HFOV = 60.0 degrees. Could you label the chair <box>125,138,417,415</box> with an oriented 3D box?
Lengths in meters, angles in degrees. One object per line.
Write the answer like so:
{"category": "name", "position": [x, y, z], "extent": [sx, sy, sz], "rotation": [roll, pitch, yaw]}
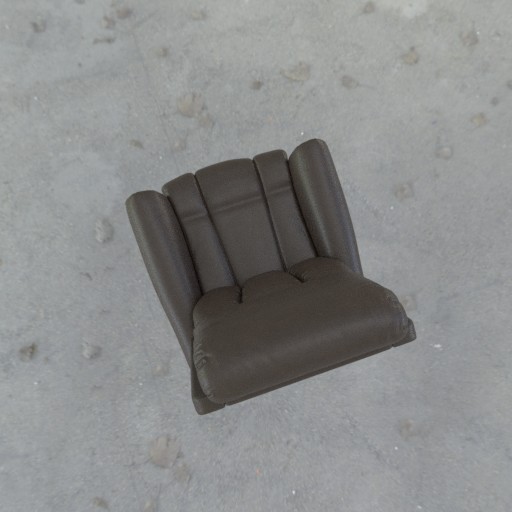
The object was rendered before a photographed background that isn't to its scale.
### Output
{"category": "chair", "position": [0.000, 0.000, 1.744], "extent": [0.869, 1.028, 0.978], "rotation": [-18, 75, -5]}
